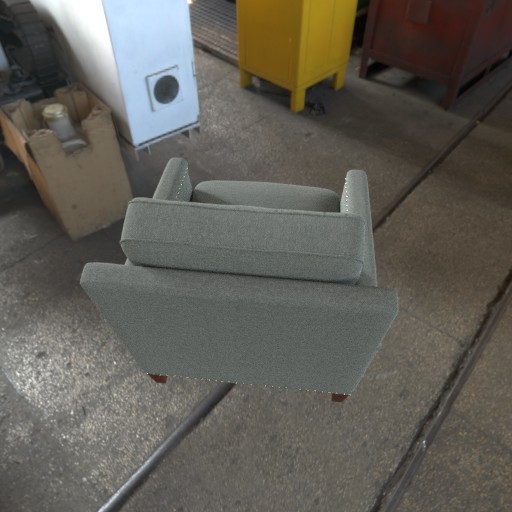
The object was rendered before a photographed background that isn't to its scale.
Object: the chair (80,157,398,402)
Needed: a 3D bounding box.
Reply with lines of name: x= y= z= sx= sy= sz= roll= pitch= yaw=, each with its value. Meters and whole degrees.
chair: x=0.000 y=0.000 z=1.803 sx=0.885 sy=1.031 sz=1.031 roll=5 pitch=47 yaw=4
